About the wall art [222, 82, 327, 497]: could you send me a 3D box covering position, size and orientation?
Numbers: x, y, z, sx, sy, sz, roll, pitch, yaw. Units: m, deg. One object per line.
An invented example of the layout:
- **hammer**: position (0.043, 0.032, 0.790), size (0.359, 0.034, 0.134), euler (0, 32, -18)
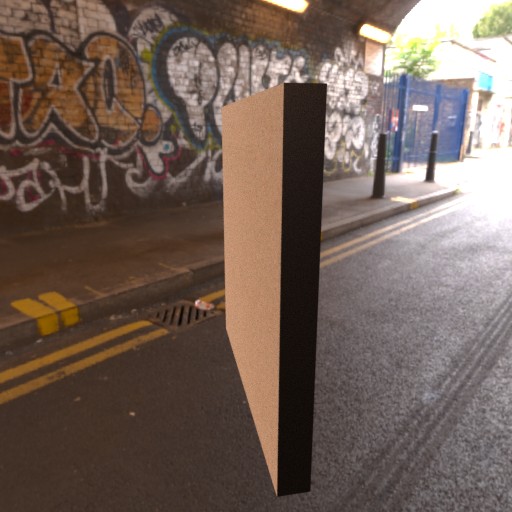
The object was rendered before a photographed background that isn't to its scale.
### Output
- **wall art**: position (0.000, 0.000, 0.477), size (0.029, 0.318, 0.327), euler (-3, 16, -11)
